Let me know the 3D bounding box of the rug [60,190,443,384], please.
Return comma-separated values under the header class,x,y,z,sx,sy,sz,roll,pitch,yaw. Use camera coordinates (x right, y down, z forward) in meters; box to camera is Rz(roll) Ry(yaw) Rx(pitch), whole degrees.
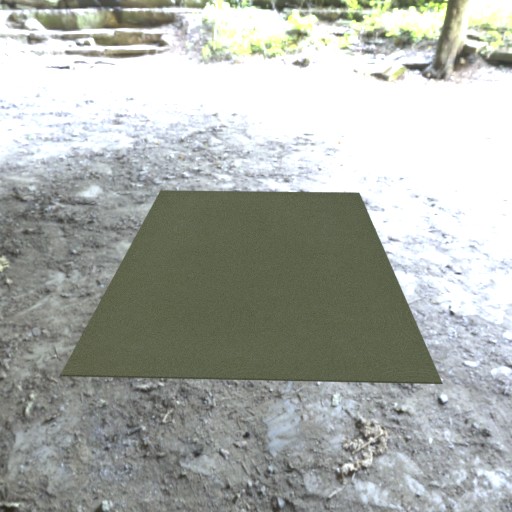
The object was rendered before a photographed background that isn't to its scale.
class,x,y,z,sx,sy,sz,roll,pitch,yaw
rug,0.000,0.000,3.498,2.073,0.011,2.584,1,31,1
